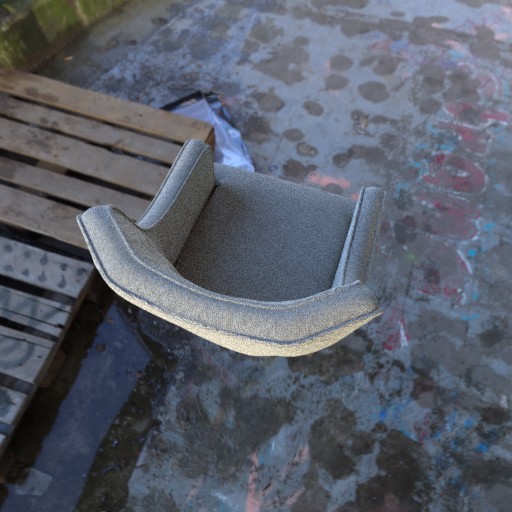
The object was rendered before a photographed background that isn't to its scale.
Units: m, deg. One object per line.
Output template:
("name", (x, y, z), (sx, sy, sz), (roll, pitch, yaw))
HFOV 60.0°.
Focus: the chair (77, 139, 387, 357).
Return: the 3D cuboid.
("chair", (0.000, 0.000, 1.668), (0.820, 0.920, 0.910), (17, 62, 9))
